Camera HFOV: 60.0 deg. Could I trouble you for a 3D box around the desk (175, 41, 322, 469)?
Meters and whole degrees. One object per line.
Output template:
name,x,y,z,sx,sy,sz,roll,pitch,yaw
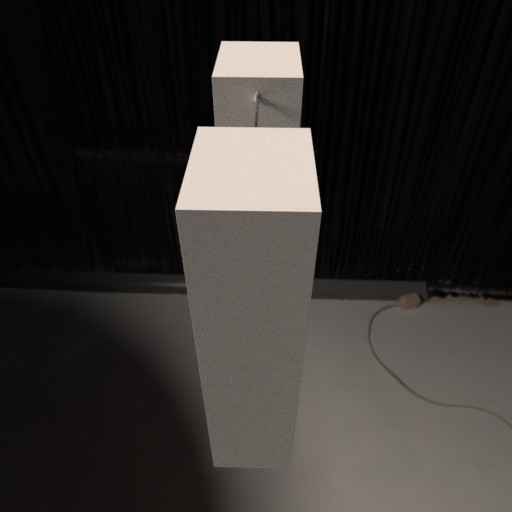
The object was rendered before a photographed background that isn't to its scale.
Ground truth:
desk,0.000,0.000,2.776,0.480,2.000,1.770,1,42,1
